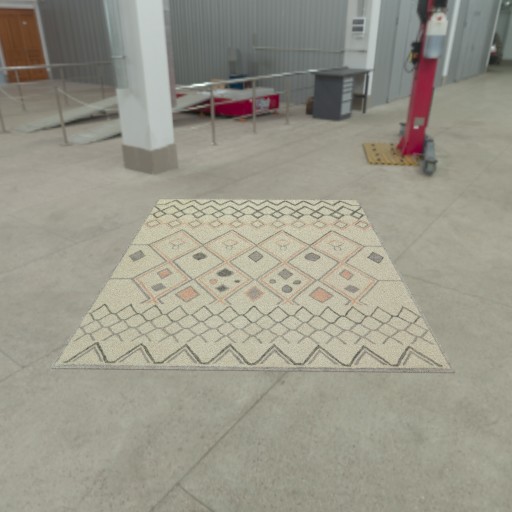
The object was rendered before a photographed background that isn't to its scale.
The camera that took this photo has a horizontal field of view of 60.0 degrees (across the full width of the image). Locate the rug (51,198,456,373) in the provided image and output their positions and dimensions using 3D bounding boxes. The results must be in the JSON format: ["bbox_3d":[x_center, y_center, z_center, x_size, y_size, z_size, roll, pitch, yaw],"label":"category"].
[{"bbox_3d":[0.000,0.000,4.025,2.441,0.016,3.050,0,27,1],"label":"rug"}]
